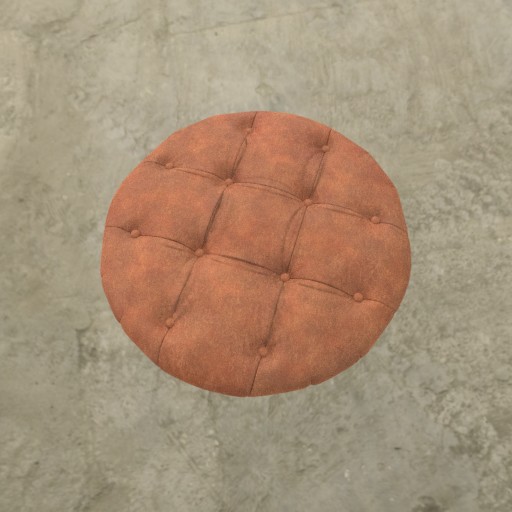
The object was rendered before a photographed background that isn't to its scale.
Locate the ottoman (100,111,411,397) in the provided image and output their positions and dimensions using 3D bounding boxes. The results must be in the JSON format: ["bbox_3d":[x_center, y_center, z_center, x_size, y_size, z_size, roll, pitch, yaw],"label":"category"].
[{"bbox_3d":[0.000,0.000,1.406,0.901,0.444,0.901,0,64,0],"label":"ottoman"}]
